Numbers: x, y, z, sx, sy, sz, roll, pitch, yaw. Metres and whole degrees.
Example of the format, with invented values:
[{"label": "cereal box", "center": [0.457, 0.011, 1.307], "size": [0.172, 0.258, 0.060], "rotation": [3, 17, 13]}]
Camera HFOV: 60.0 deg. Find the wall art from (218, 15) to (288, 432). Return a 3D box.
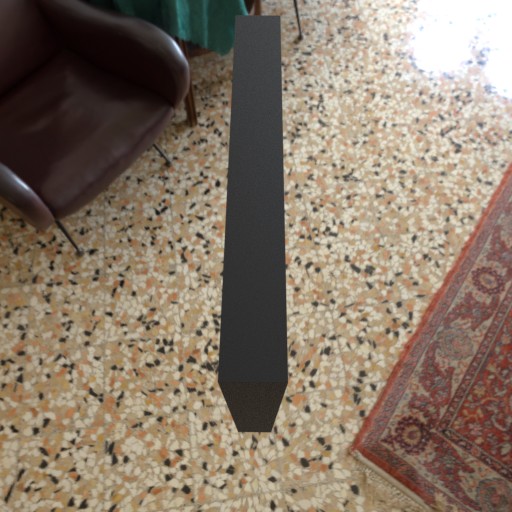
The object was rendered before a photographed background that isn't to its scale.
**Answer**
[{"label": "wall art", "center": [0.000, 0.000, 0.444], "size": [0.038, 0.304, 0.304], "rotation": [1, 64, 0]}]
